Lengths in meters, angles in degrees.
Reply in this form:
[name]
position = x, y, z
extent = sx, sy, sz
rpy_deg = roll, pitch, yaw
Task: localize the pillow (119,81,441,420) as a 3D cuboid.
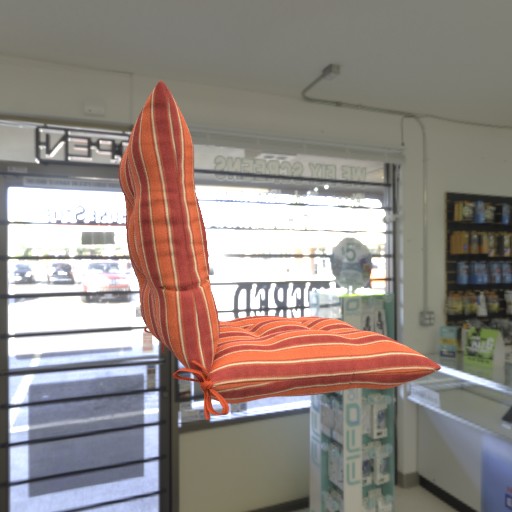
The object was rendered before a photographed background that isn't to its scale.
[pillow]
position = 0.000, 0.000, 0.986
extent = 0.585, 0.536, 0.541
rpy_deg = 0, 0, -20
